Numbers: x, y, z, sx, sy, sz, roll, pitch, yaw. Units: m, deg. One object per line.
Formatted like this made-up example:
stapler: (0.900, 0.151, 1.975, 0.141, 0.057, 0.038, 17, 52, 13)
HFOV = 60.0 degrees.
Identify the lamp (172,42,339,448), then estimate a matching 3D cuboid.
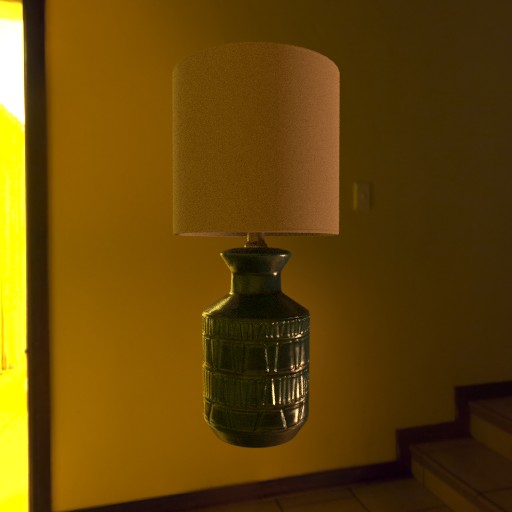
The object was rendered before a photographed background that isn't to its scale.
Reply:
lamp: (0.000, 0.000, 0.575, 0.211, 0.455, 0.211, -1, 1, -35)
